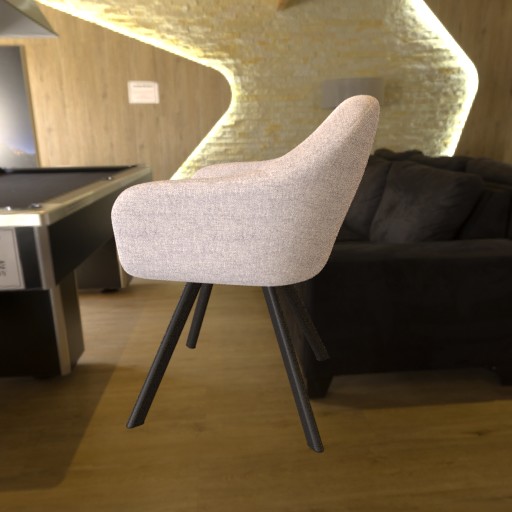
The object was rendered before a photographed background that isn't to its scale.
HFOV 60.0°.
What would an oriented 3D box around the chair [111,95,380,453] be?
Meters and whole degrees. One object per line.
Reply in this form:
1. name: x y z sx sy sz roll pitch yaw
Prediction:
1. chair: 0.000 0.000 1.152 0.570 0.780 0.540 3 16 10
